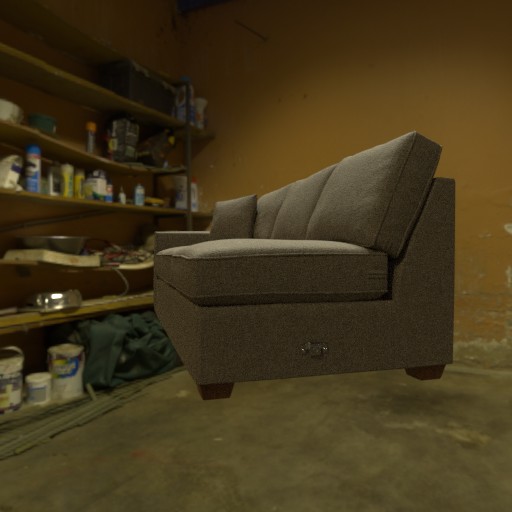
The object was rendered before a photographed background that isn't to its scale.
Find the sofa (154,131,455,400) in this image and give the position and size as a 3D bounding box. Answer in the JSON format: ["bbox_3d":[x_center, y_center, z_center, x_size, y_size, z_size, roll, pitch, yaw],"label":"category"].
[{"bbox_3d":[0.000,0.000,2.465,1.034,0.946,1.963,0,0,-17],"label":"sofa"}]
